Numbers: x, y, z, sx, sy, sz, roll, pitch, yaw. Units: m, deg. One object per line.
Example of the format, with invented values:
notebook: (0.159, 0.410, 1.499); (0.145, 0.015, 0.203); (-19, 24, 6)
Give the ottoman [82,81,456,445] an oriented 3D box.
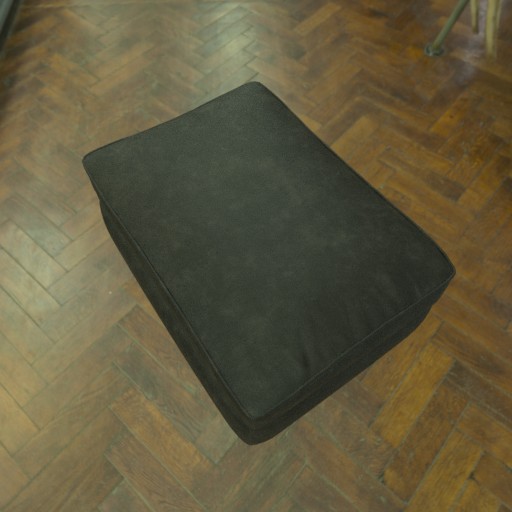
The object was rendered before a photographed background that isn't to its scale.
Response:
ottoman: (0.000, 0.000, 1.005); (0.501, 0.413, 0.665); (-30, 63, -17)
